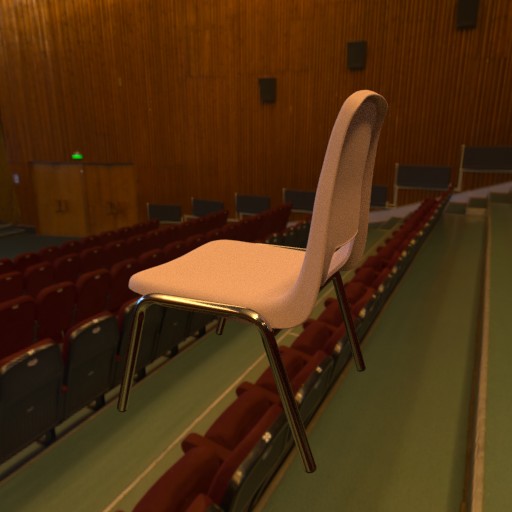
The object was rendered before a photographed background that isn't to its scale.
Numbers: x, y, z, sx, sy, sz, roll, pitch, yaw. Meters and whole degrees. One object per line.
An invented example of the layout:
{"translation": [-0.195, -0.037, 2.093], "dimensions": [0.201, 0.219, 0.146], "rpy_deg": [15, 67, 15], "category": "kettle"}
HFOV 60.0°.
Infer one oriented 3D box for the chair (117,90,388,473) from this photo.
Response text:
{"translation": [0.000, 0.000, 0.783], "dimensions": [0.385, 0.537, 0.354], "rpy_deg": [8, 18, 25], "category": "chair"}
